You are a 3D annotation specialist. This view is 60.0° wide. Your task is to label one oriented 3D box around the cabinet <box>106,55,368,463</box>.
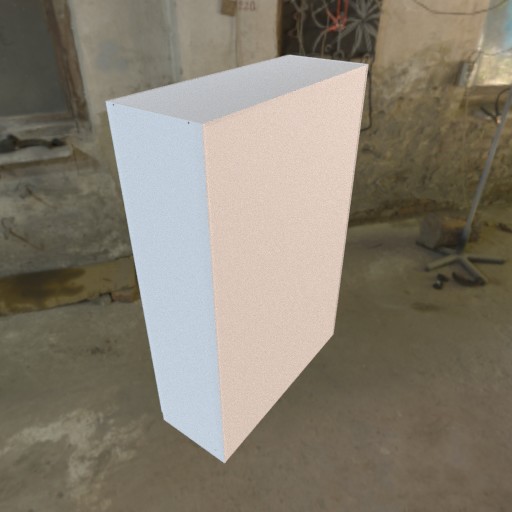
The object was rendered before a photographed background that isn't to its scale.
[{"bbox_3d":[0.000,0.000,2.529,0.510,1.910,1.290,22,39,30],"label":"cabinet"}]
